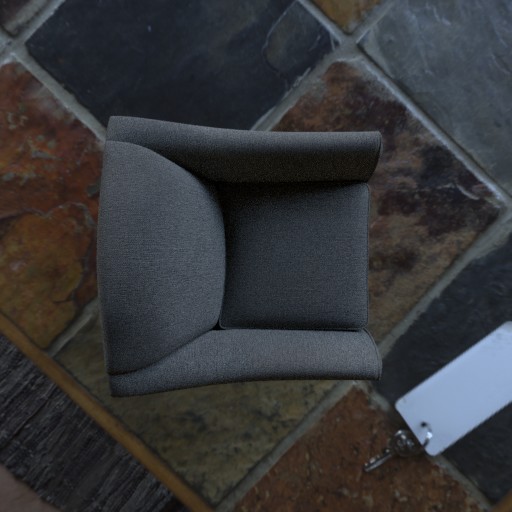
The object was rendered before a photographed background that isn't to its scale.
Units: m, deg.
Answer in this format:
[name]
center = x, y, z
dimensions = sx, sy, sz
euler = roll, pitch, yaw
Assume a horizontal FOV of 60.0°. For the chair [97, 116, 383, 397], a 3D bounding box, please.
[chair]
center = 0.000, 0.000, 1.466
dimensions = 0.787, 0.839, 0.763
euler = 0, 91, 1
